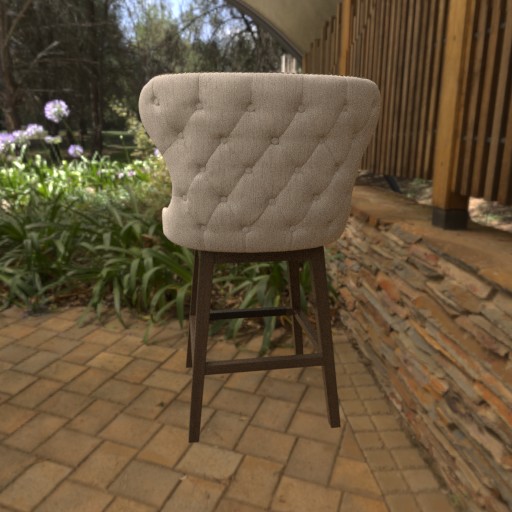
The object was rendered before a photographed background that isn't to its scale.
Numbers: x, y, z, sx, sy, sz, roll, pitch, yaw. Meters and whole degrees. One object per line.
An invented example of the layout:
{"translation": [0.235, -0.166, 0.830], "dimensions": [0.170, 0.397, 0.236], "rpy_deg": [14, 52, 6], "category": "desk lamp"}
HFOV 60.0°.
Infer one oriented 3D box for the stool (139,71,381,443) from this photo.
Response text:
{"translation": [0.000, 0.000, 1.346], "dimensions": [0.615, 0.972, 0.597], "rpy_deg": [-2, 15, -9], "category": "stool"}
